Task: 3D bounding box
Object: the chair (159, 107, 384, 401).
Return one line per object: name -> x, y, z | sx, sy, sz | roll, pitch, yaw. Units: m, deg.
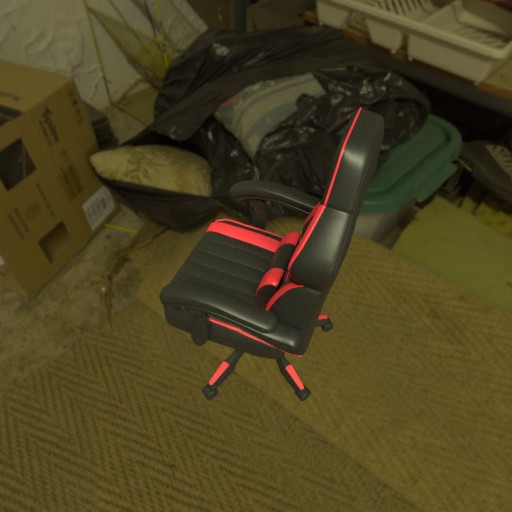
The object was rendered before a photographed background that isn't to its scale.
chair -> 0.000, 0.000, 1.668 | 0.700, 1.220, 0.700 | 16, 49, 14
